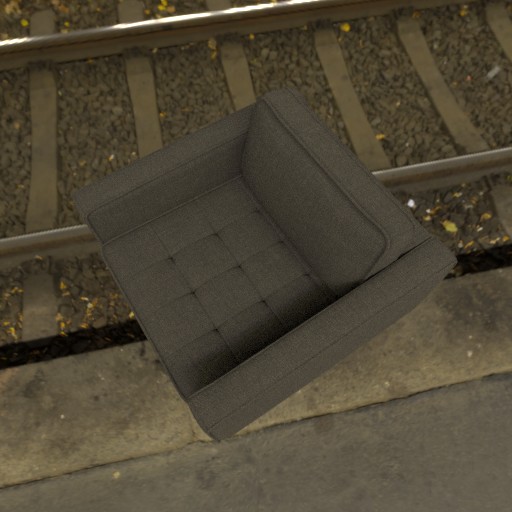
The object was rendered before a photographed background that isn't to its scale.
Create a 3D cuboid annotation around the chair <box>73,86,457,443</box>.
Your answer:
[{"bbox_3d":[0.000,0.000,1.574,0.919,0.770,0.899,-31,68,-14],"label":"chair"}]
